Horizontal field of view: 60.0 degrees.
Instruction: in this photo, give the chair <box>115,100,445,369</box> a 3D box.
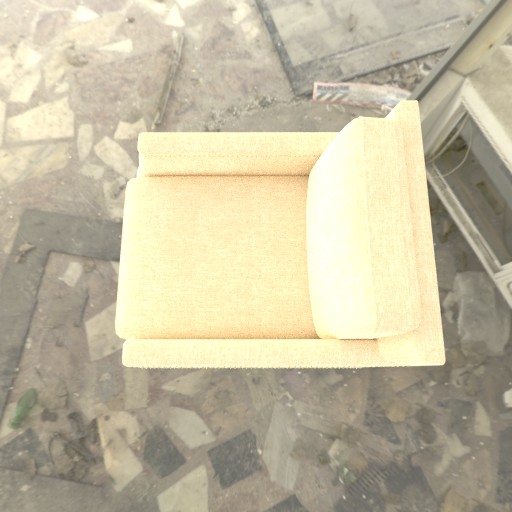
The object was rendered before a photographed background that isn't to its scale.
[{"bbox_3d":[0.000,0.000,1.709,1.041,0.940,0.838,0,75,0],"label":"chair"}]
